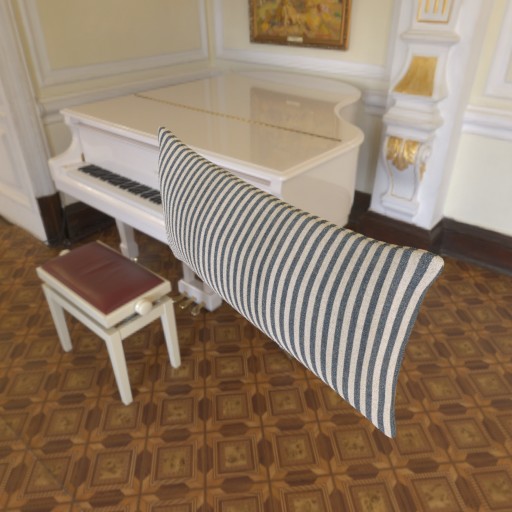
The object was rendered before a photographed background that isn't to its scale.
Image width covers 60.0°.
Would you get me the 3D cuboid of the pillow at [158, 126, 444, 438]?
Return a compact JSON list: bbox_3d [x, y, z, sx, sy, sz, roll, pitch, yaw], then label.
[{"bbox_3d":[0.000,0.000,0.731,0.151,0.295,0.617,-22,38,-31],"label":"pillow"}]
